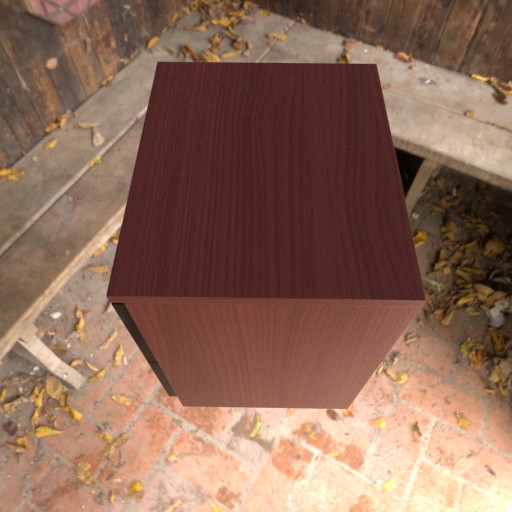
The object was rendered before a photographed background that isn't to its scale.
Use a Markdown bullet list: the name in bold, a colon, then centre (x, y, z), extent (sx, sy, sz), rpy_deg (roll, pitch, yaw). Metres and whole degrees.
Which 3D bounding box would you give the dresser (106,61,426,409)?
- **dresser**: centre (0.000, 0.000, 0.767), extent (0.360, 0.470, 0.400), rpy_deg (1, 58, 0)
